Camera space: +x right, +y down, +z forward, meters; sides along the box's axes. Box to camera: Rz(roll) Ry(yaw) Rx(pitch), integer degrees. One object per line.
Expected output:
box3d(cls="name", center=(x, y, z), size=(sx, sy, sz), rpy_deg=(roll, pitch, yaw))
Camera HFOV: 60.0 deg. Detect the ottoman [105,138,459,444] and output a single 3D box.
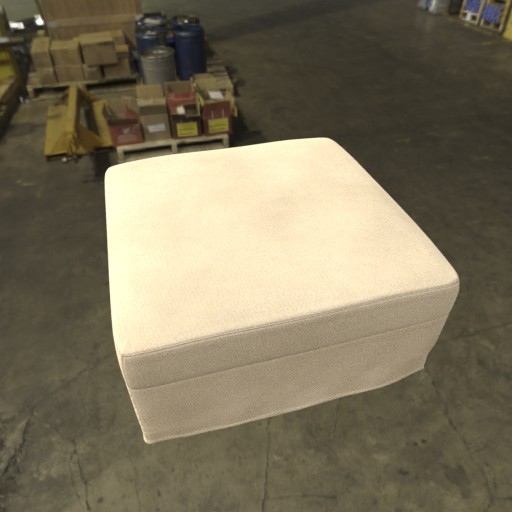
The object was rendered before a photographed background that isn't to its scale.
box3d(cls="ottoman", center=(0.000, 0.000, 1.381), size=(0.842, 0.441, 0.843), rpy_deg=(-11, 42, -12))
